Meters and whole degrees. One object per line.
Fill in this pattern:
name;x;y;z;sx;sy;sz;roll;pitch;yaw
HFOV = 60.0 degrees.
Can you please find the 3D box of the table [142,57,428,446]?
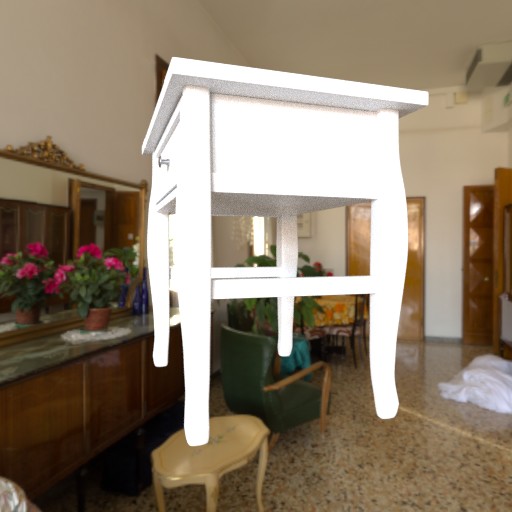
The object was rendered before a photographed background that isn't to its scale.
table;0.000;0.000;1.017;0.463;0.605;0.599;0;1;-19
